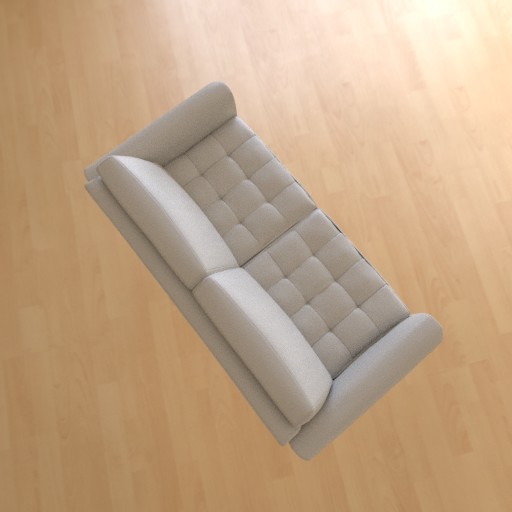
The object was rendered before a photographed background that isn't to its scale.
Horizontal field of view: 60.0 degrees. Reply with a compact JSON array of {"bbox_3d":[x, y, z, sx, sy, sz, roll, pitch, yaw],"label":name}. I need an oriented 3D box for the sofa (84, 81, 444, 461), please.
[{"bbox_3d":[0.000,0.000,2.751,1.121,0.930,2.177,-38,79,-8],"label":"sofa"}]
